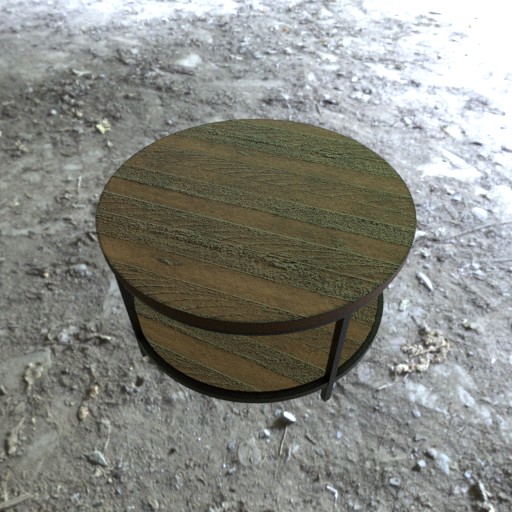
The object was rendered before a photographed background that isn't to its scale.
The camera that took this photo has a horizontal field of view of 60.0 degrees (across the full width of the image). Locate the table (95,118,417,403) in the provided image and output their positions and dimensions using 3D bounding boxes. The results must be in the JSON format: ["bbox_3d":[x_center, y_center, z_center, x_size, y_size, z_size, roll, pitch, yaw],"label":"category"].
[{"bbox_3d":[0.000,0.000,1.355,0.837,0.462,0.837,0,45,0],"label":"table"}]
